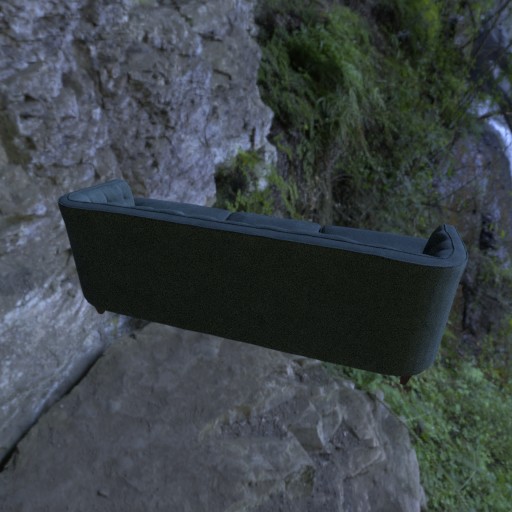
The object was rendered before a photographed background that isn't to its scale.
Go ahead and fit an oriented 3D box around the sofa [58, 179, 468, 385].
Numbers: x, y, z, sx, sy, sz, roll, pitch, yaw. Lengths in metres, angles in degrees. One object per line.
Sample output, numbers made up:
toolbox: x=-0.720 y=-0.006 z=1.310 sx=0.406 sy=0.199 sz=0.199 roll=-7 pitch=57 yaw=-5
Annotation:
sofa: x=0.000 y=0.000 z=2.766 sx=2.278 sy=0.855 sz=0.941 roll=10 pitch=34 yaw=15
